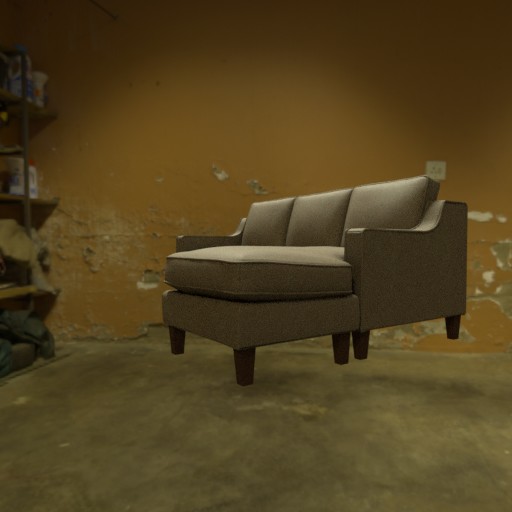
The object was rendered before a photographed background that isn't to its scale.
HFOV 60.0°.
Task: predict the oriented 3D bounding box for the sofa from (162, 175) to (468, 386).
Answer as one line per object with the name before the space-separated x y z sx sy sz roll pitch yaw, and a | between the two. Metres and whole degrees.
sofa | 0.000 0.000 3.310 1.858 1.081 2.317 -1 2 -35
